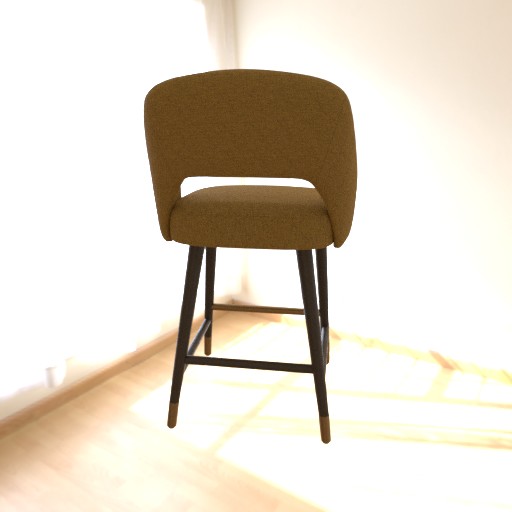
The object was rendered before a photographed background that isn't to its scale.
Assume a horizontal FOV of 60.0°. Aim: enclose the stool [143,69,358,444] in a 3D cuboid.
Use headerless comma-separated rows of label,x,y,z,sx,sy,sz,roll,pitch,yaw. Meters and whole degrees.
stool,0.000,0.000,1.269,0.536,0.939,0.522,2,16,8
